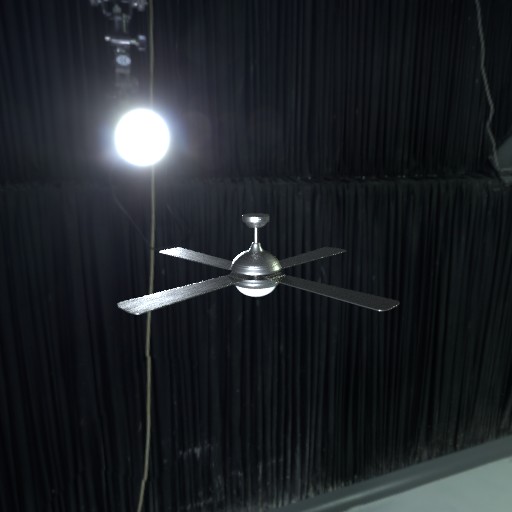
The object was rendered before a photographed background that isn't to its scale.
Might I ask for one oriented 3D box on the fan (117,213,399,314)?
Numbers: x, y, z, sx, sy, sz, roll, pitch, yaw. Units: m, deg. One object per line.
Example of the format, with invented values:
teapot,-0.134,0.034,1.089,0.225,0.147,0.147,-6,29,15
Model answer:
fan,0.000,0.000,2.060,1.321,0.381,1.321,-7,15,-25
